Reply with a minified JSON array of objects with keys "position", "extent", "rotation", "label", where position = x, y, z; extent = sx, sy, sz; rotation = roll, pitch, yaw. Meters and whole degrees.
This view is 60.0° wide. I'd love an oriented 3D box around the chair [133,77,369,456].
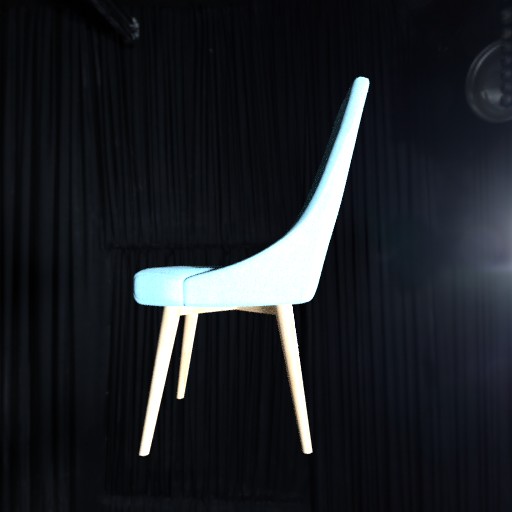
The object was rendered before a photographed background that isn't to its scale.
[{"position":[0.000,0.000,1.377],"extent":[0.660,1.040,0.510],"rotation":[0,0,2],"label":"chair"}]
